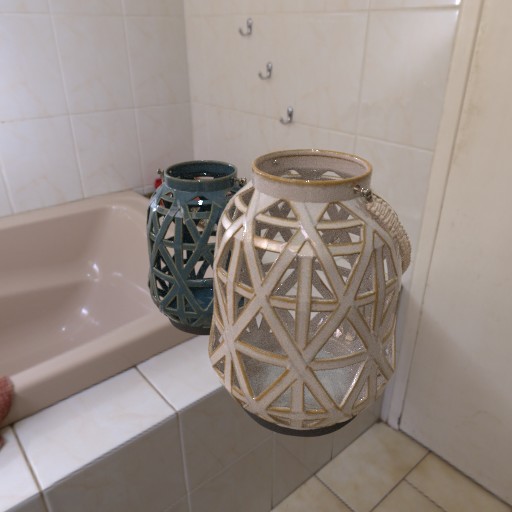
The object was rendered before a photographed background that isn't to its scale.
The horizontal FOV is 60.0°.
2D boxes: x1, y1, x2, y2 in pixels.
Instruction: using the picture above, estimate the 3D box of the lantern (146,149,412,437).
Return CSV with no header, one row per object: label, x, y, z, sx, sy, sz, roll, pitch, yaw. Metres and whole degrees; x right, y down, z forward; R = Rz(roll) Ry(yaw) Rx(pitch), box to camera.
lantern,0.000,0.000,0.610,0.245,0.307,0.439,-19,33,-33
